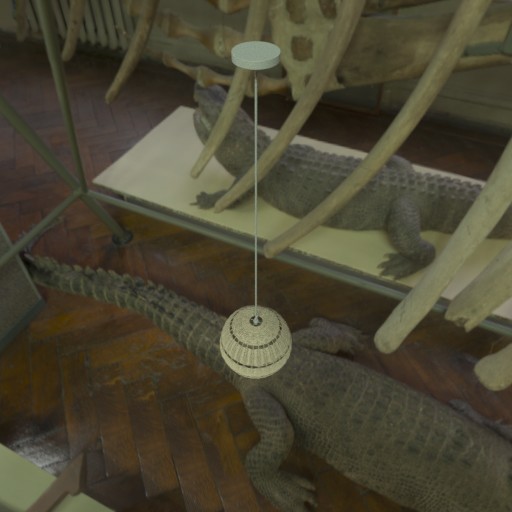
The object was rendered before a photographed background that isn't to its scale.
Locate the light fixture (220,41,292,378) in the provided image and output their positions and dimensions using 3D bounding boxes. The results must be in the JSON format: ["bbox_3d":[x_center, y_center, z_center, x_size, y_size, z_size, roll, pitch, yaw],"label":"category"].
[{"bbox_3d":[0.000,0.000,2.234,0.457,2.019,0.457,18,49,17],"label":"light fixture"}]
